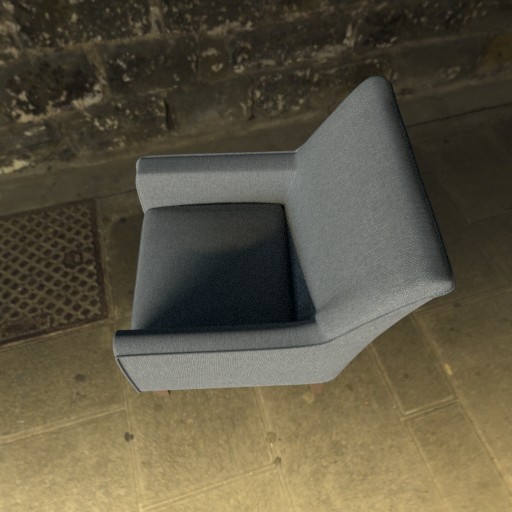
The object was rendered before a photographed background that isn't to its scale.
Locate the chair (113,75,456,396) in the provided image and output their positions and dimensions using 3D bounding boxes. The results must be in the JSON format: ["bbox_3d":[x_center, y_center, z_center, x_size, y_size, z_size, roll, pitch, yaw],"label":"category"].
[{"bbox_3d":[0.000,0.000,1.567,0.899,0.919,0.780,-2,58,-1],"label":"chair"}]
